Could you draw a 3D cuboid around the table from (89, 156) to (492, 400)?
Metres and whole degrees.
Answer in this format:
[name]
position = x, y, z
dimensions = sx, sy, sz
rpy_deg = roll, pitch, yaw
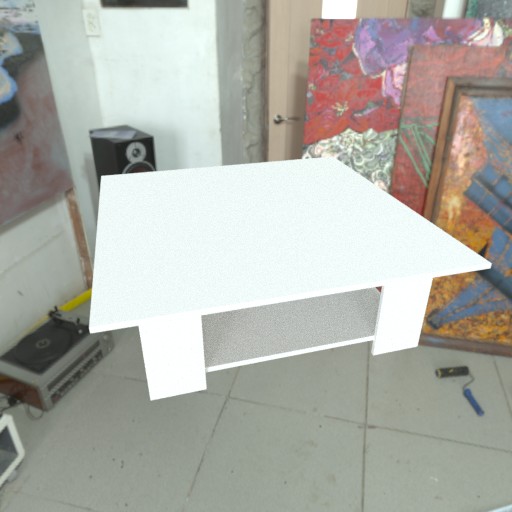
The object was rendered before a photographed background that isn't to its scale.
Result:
[table]
position = 0.000, 0.000, 1.373
dimensions = 0.890, 0.305, 0.890
rpy_deg = -8, 30, -14
